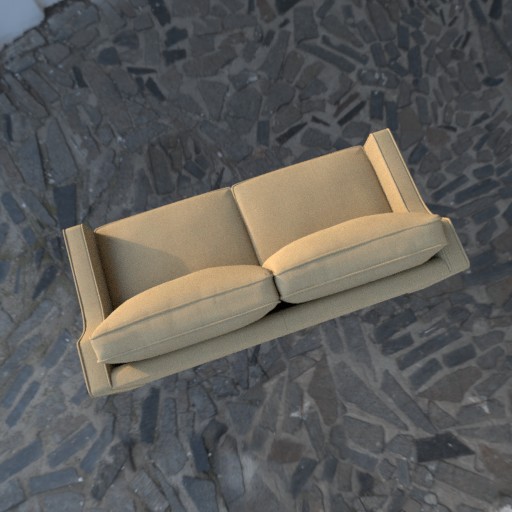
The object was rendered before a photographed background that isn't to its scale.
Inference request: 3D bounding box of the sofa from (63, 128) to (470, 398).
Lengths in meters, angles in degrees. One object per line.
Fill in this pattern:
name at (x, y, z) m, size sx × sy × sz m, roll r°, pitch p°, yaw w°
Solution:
sofa at (0.000, 0.000, 2.850) m, size 2.178 × 1.071 × 1.066 m, roll -18°, pitch 76°, yaw -5°
